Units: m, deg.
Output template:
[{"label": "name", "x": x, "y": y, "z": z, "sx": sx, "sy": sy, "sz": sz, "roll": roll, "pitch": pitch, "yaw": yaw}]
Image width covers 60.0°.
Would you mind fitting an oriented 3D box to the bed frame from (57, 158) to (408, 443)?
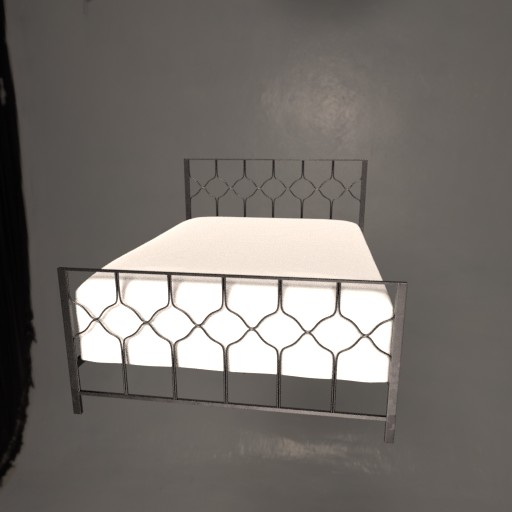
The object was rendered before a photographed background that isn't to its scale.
[{"label": "bed frame", "x": 0.000, "y": 0.000, "z": 3.013, "sx": 1.597, "sy": 1.222, "sz": 2.063, "roll": 2, "pitch": 14, "yaw": 8}]
